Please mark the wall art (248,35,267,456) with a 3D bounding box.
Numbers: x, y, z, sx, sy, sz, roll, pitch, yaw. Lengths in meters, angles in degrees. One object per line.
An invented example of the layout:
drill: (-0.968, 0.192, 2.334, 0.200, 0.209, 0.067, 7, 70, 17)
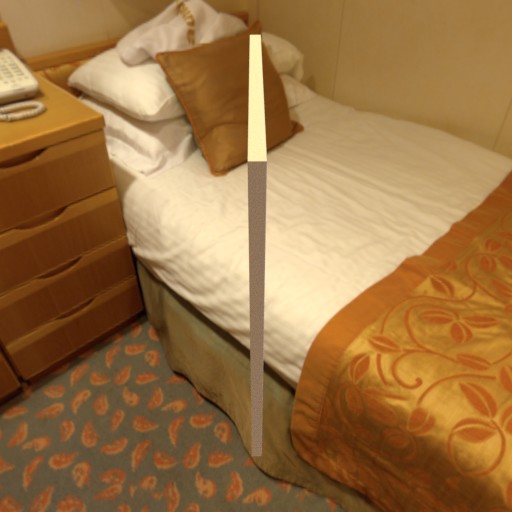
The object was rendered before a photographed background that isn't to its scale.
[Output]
wall art: (0.000, 0.000, 0.554, 0.013, 0.433, 0.303, 0, 41, 0)
